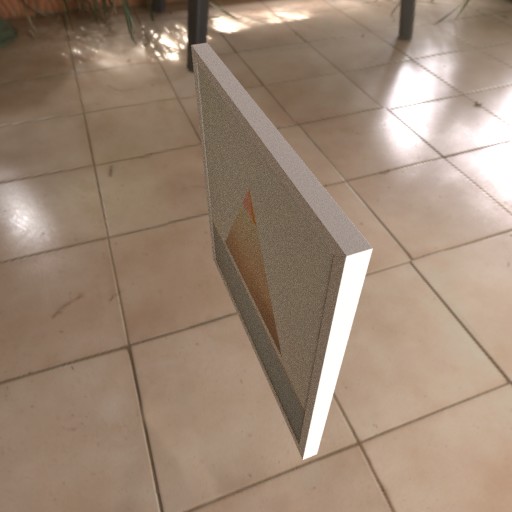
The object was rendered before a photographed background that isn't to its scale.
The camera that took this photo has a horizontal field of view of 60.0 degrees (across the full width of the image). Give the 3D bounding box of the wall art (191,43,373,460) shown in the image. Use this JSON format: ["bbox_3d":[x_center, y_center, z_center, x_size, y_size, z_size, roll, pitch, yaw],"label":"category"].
[{"bbox_3d":[0.000,0.000,1.122,0.041,0.765,0.768,-16,48,-15],"label":"wall art"}]
